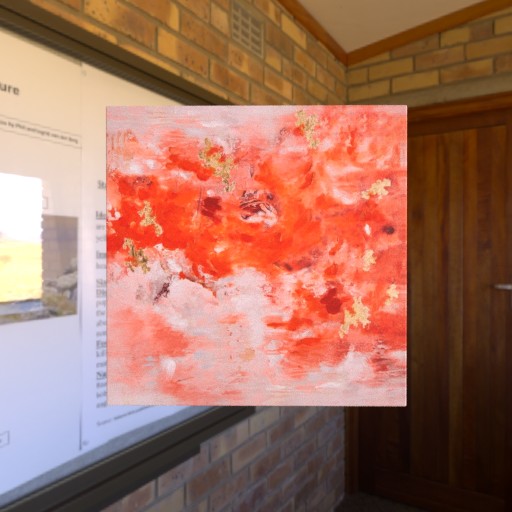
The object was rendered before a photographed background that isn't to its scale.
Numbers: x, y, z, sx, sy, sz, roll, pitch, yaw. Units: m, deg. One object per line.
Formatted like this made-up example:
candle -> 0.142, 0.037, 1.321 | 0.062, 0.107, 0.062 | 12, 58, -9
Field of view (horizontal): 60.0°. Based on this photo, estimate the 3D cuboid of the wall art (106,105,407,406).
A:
wall art -> 0.000, 0.000, 1.325 | 0.878, 0.878, 0.066 | 0, 0, 1
